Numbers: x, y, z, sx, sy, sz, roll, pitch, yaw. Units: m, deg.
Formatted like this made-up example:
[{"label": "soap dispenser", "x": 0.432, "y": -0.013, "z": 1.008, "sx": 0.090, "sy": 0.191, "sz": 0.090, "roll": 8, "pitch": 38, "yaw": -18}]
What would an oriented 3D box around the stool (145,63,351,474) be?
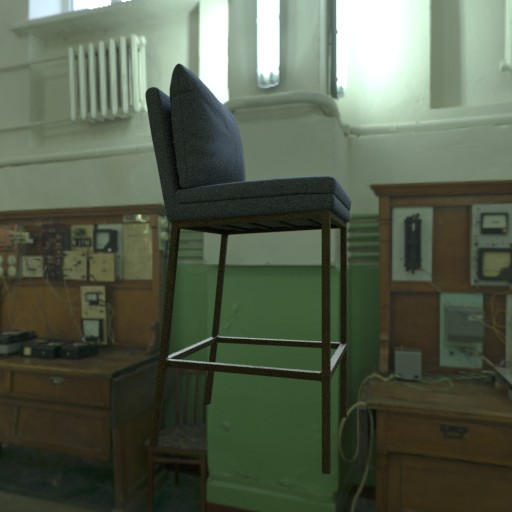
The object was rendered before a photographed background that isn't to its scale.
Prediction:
[{"label": "stool", "x": 0.000, "y": 0.000, "z": 1.437, "sx": 0.569, "sy": 1.130, "sz": 0.463, "roll": 0, "pitch": 0, "yaw": 17}]
